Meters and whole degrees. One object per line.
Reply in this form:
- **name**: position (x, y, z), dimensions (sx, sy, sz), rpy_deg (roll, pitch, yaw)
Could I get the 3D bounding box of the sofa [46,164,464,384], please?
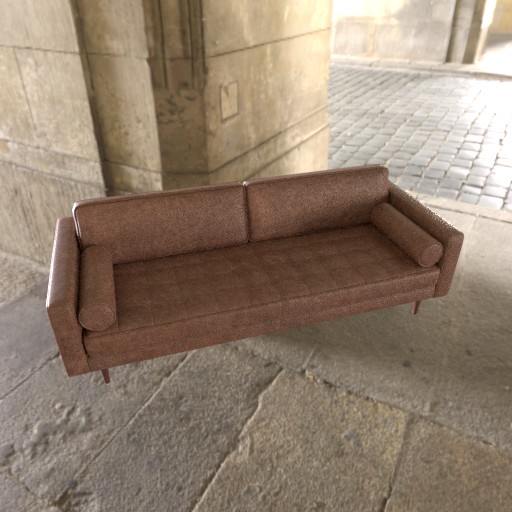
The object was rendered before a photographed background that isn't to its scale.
- **sofa**: position (0.000, 0.000, 2.648), dimensions (2.210, 0.762, 0.914), rpy_deg (-10, 34, -15)
